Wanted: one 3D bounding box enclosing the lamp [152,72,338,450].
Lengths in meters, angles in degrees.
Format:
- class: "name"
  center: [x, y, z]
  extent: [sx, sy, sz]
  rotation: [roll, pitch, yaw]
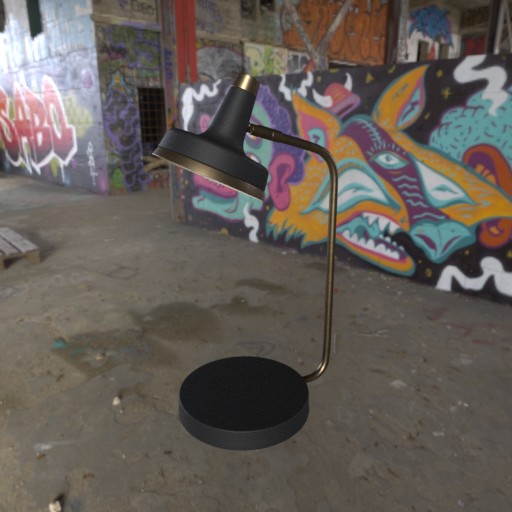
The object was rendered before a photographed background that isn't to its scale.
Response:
- class: "lamp"
  center: [0.000, 0.000, 0.504]
  extent: [0.218, 0.385, 0.162]
  rotation: [-8, 19, -24]
